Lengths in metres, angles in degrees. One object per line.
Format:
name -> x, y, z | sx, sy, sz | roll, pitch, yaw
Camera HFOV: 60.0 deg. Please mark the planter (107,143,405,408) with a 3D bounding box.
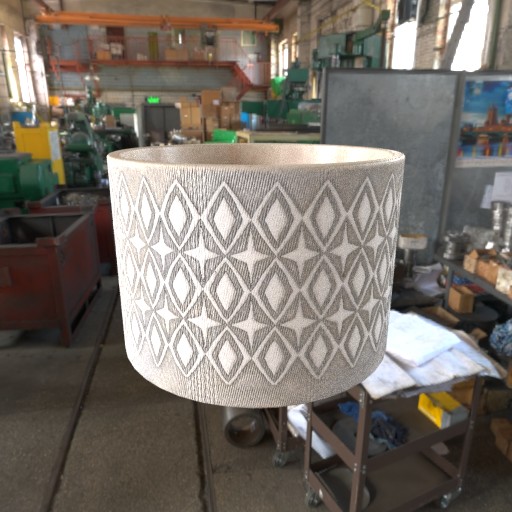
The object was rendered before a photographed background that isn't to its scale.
planter -> 0.000, 0.000, 0.275 | 0.164, 0.127, 0.164 | 0, 17, 0
